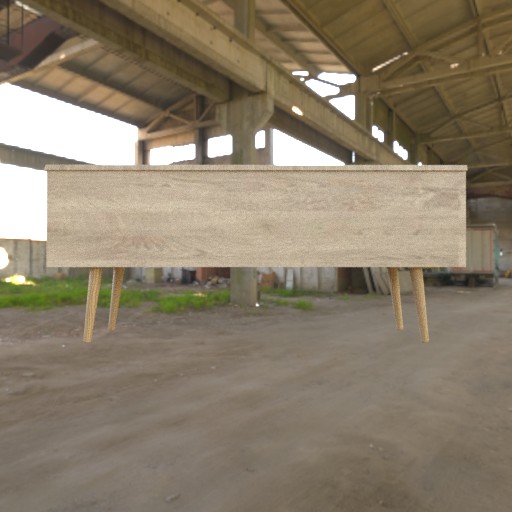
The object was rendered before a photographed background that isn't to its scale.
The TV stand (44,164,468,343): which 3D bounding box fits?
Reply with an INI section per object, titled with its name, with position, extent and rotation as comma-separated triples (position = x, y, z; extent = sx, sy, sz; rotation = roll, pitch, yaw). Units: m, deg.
[TV stand]
position = 0.000, 0.000, 1.569
extent = 1.313, 0.565, 0.401
rotation = 0, 0, -1
